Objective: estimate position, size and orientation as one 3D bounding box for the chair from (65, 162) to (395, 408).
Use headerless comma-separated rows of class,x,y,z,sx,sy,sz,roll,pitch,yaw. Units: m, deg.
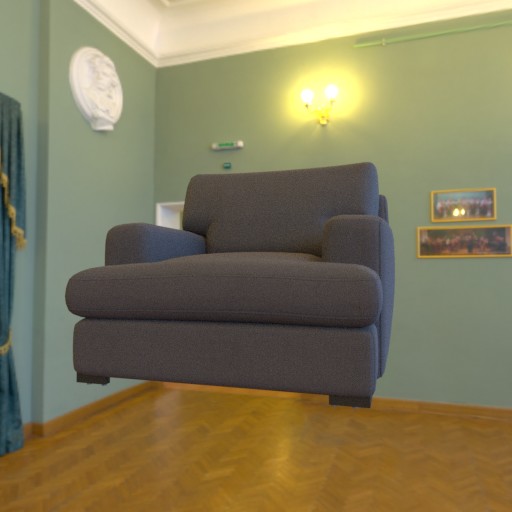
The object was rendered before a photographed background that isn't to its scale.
chair,0.000,0.000,1.955,1.168,0.940,1.143,-1,-2,17
